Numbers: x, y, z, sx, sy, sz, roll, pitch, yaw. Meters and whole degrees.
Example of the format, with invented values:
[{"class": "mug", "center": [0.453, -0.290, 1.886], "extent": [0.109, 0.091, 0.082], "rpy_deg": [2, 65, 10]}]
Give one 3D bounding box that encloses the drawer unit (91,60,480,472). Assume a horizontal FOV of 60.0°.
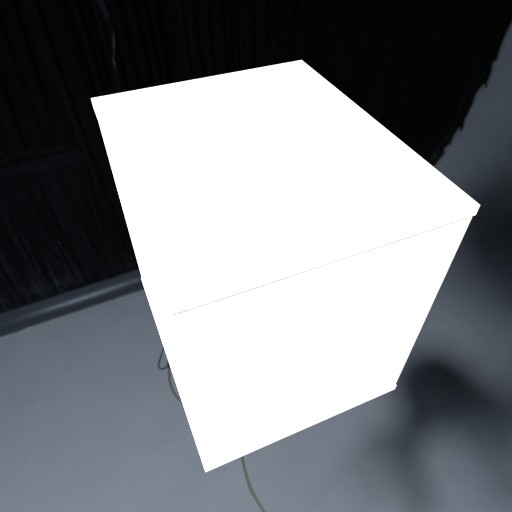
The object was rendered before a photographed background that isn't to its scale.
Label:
[{"class": "drawer unit", "center": [0.000, 0.000, 0.594], "extent": [0.290, 0.344, 0.349], "rpy_deg": [-17, 48, -16]}]
